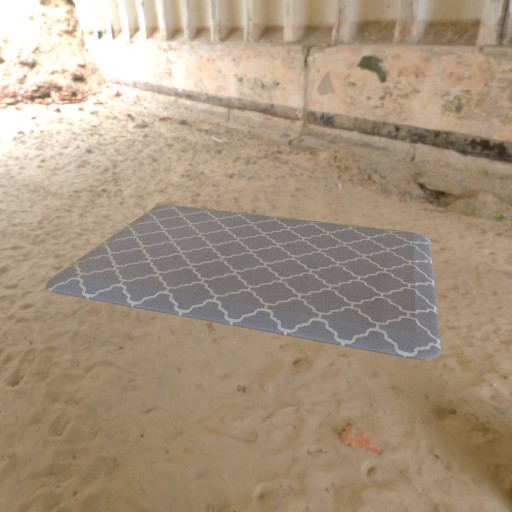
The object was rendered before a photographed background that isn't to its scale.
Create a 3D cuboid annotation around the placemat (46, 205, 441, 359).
[{"bbox_3d":[0.000,0.000,1.002,0.762,0.021,0.508,8,28,15],"label":"placemat"}]
